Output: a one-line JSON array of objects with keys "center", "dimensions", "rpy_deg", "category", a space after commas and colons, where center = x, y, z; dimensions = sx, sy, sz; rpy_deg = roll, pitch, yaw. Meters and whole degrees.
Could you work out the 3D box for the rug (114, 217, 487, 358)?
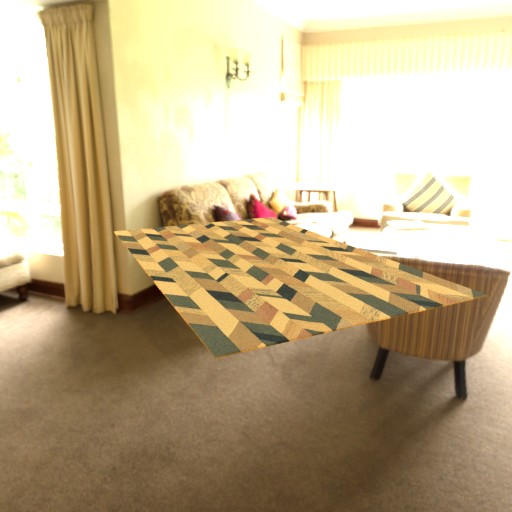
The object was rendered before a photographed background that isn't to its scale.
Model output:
[{"center": [0.000, 0.000, 3.023], "dimensions": [1.513, 0.008, 2.423], "rpy_deg": [-7, 17, -25], "category": "rug"}]
